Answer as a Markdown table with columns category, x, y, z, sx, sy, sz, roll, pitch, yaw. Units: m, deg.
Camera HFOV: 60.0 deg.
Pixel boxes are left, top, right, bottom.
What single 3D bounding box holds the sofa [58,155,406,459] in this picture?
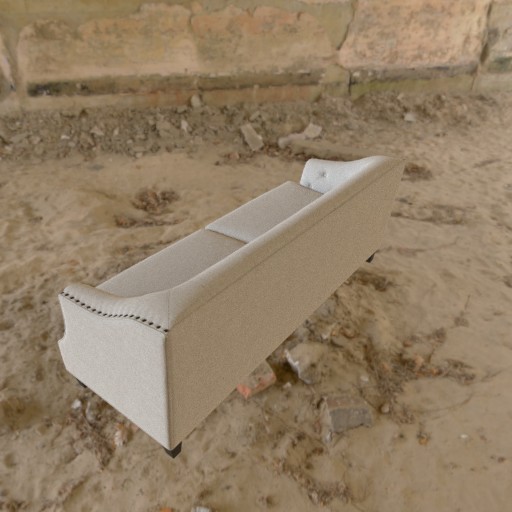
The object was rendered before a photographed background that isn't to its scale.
| category | x | y | z | sx | sy | sz | roll | pitch | yaw |
| --- | --- | --- | --- | --- | --- | --- | --- | --- | --- |
| sofa | 0.000 | 0.000 | 2.733 | 0.914 | 0.901 | 2.235 | 22 | 38 | 31 |
